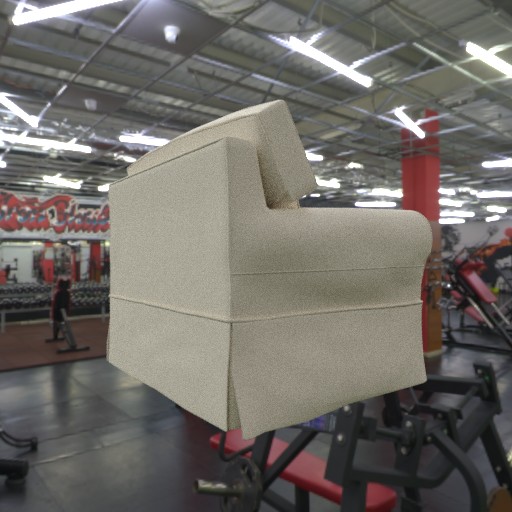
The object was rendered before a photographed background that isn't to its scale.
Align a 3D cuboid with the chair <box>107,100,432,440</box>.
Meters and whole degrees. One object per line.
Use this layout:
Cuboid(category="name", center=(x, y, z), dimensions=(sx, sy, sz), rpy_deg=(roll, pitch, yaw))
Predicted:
Cuboid(category="chair", center=(0.000, 0.000, 1.814), dimensions=(0.904, 0.958, 1.099), rpy_deg=(0, 0, -36))
